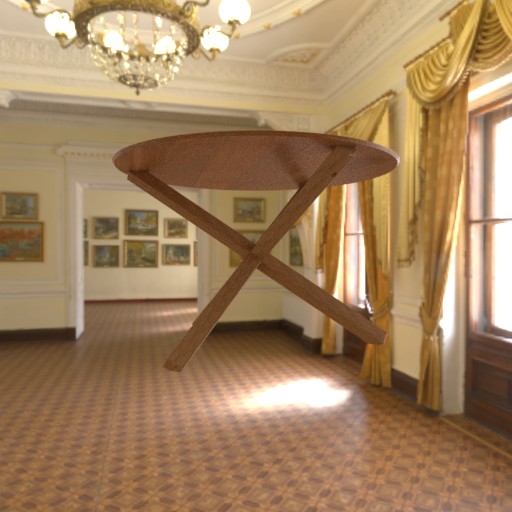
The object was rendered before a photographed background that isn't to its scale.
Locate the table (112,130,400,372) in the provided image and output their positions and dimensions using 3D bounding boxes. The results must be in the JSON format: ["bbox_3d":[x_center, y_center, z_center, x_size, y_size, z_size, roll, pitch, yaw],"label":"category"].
[{"bbox_3d":[0.000,0.000,1.683,1.038,0.666,1.038,0,0,0],"label":"table"}]
